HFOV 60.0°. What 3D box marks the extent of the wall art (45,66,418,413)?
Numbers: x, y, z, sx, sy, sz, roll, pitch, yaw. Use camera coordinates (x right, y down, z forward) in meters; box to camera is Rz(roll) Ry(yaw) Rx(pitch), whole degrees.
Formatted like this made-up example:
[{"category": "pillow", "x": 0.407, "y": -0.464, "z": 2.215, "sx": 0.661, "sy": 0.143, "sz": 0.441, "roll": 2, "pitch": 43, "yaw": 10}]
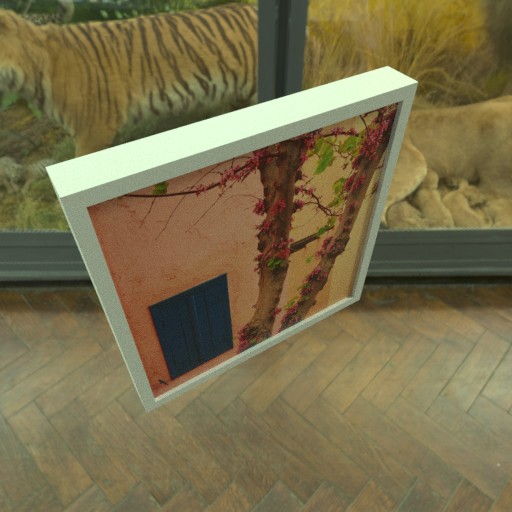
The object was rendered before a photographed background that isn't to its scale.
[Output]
[{"category": "wall art", "x": 0.000, "y": 0.000, "z": 0.447, "sx": 0.305, "sy": 0.302, "sz": 0.038, "roll": -24, "pitch": 51, "yaw": -21}]
